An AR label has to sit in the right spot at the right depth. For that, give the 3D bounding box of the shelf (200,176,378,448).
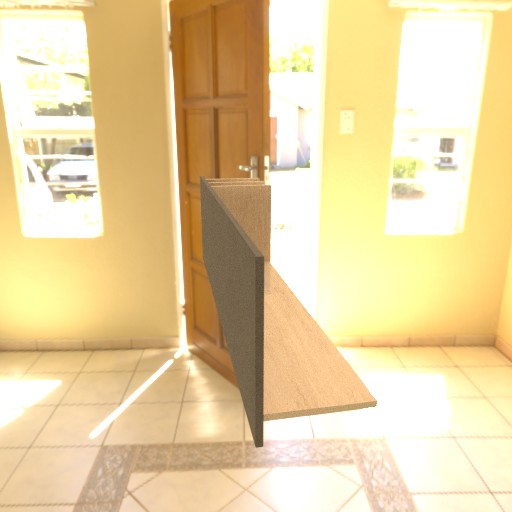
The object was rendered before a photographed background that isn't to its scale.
[{"bbox_3d":[0.000,0.000,1.124,0.200,0.300,1.020,-3,17,-11],"label":"shelf"}]
